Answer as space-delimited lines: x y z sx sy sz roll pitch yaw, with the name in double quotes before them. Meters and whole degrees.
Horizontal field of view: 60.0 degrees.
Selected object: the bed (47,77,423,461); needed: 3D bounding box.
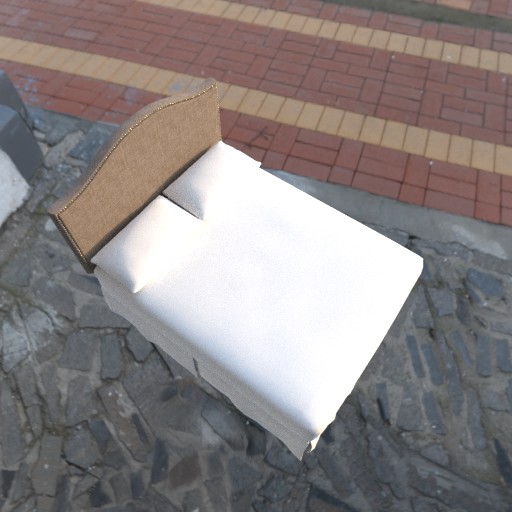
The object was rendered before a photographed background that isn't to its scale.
"bed" 0.000 0.000 3.280 2.153 1.518 1.713 32 64 18
